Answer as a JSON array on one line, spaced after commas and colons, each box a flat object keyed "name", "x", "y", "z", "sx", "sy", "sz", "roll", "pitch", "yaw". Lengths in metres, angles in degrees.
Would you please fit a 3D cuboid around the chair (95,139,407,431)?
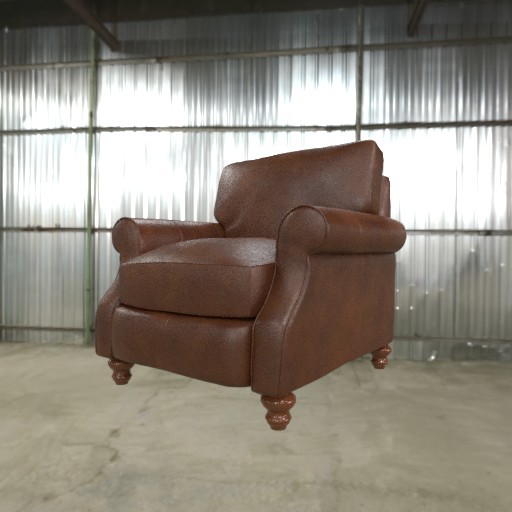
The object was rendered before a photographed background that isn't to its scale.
[{"name": "chair", "x": 0.000, "y": 0.000, "z": 1.782, "sx": 0.989, "sy": 0.972, "sz": 0.992, "roll": 1, "pitch": 1, "yaw": 36}]
